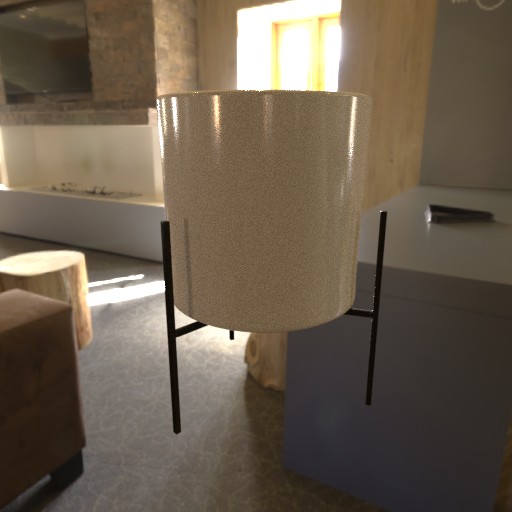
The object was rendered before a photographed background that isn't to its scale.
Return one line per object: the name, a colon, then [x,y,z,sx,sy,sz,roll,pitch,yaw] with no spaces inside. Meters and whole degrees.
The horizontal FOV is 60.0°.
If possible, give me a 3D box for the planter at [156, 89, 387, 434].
planter: [0.000,0.000,0.637,0.307,0.431,0.308,15,22,42]
